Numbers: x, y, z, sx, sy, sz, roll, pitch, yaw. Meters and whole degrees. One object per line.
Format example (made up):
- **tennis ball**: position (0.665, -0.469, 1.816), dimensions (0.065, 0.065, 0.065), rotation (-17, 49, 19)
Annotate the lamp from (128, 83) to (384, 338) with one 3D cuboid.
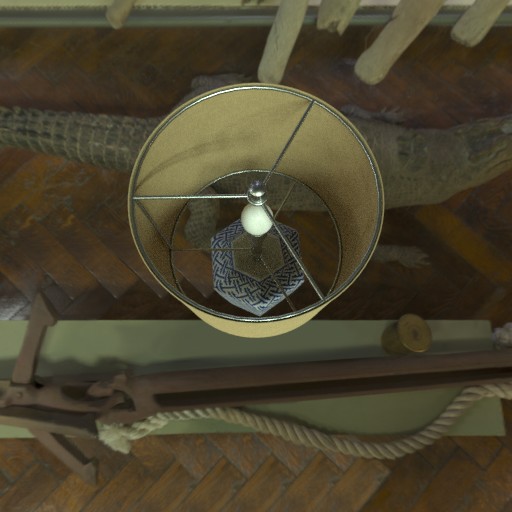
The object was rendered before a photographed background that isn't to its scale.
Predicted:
- **lamp**: position (0.000, 0.000, 0.865), dimensions (0.320, 0.682, 0.320), rotation (-1, 76, 0)
